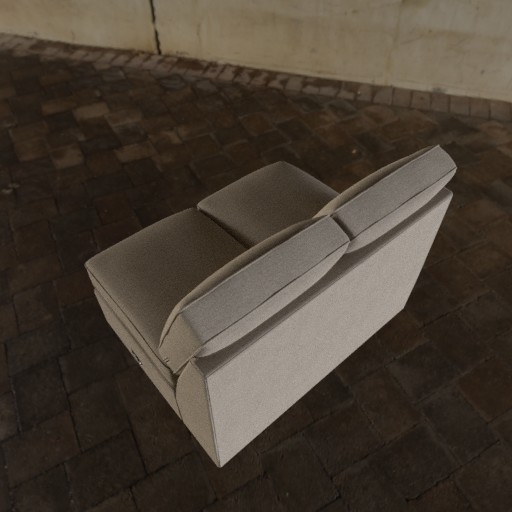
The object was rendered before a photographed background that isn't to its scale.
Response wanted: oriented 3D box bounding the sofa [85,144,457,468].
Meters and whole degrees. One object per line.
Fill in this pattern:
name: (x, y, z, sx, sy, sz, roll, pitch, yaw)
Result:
sofa: (0.000, 0.000, 1.964, 1.232, 1.006, 0.978, -32, 55, -26)
